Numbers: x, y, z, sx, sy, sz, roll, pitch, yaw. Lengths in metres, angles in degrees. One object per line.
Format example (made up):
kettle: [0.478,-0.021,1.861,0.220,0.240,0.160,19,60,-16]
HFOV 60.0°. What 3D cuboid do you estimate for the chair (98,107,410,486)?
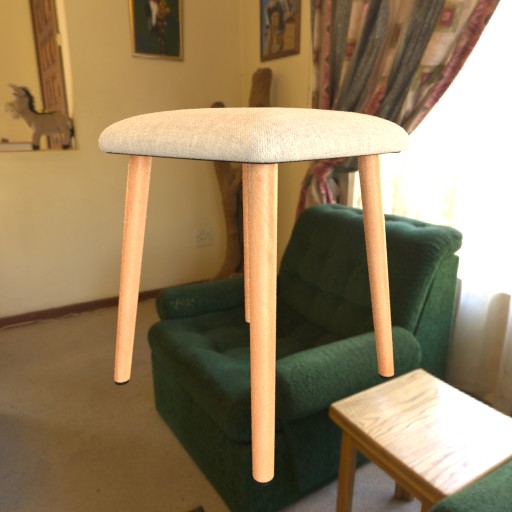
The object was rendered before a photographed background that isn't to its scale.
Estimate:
chair: [0.000,0.000,0.697,0.350,0.440,0.350,14,22,41]
